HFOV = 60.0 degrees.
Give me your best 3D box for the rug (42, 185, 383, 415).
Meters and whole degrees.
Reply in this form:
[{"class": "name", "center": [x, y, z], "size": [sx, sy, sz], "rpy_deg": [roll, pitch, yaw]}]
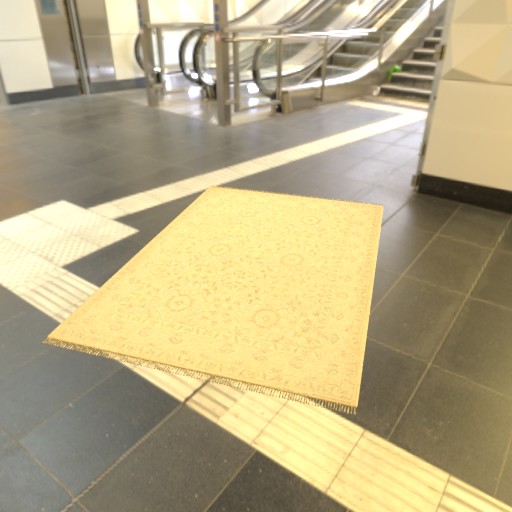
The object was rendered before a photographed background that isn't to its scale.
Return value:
[{"class": "rug", "center": [0.000, 0.000, 2.898], "size": [1.514, 0.011, 2.233], "rpy_deg": [9, 31, 15]}]
